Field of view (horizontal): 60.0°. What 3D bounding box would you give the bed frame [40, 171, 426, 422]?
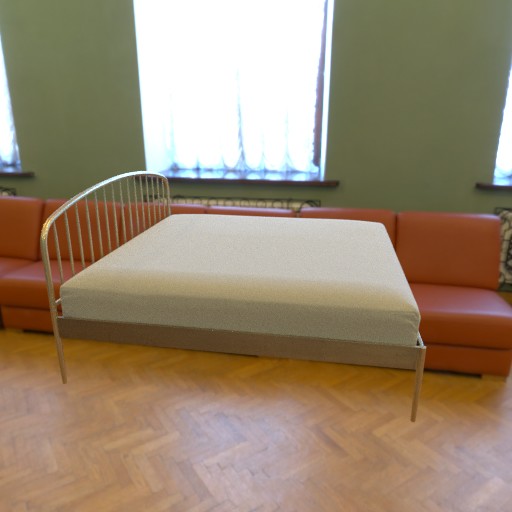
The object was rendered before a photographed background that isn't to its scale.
[{"bbox_3d":[0.000,0.000,3.385,2.152,1.174,2.016,3,18,9],"label":"bed frame"}]
